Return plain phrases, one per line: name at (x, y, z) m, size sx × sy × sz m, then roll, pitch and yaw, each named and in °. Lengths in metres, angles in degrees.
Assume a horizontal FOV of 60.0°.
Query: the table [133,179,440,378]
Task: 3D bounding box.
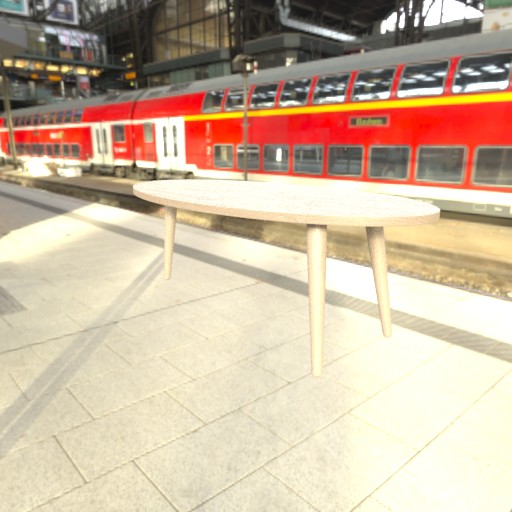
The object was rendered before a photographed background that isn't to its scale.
table at (0.000, 0.000, 1.360) m, size 0.542 × 0.390 × 1.083 m, roll -14°, pitch 20°, yaw -42°
